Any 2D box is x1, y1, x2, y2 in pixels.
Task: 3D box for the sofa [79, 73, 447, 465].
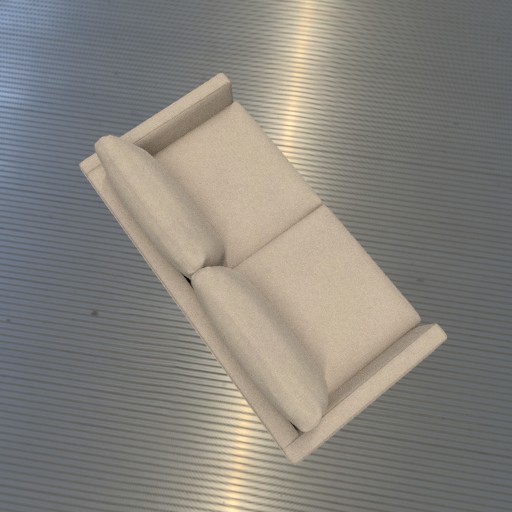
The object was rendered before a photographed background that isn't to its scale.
[{"bbox_3d":[0.000,0.000,2.189,0.875,0.840,1.682,-36,78,-9],"label":"sofa"}]
